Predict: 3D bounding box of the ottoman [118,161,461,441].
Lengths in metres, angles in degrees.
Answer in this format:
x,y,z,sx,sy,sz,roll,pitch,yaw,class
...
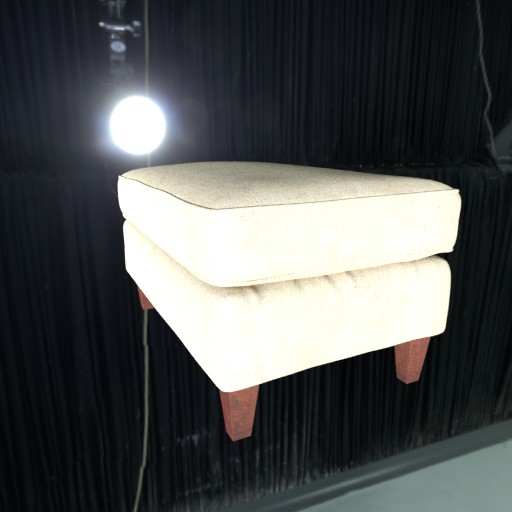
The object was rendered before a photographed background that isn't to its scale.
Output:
x,y,z,sx,sy,sz,roll,pitch,yaw,class
0.000,0.000,1.213,0.583,0.484,0.862,-7,17,-26,ottoman
